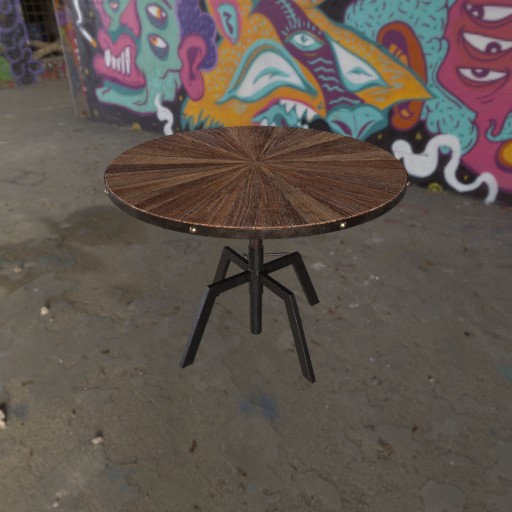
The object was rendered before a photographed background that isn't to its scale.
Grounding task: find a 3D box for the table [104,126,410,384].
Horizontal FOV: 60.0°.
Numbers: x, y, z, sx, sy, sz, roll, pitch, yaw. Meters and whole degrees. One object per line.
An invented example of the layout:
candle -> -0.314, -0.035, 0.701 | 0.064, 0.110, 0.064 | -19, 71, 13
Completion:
table -> 0.000, 0.000, 1.508 | 0.885, 0.658, 0.885 | 0, 30, 0
